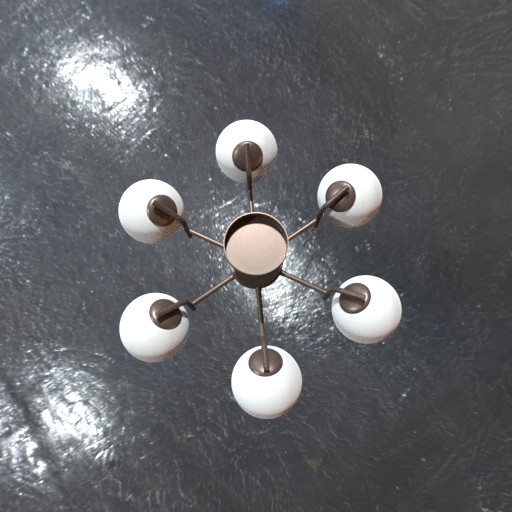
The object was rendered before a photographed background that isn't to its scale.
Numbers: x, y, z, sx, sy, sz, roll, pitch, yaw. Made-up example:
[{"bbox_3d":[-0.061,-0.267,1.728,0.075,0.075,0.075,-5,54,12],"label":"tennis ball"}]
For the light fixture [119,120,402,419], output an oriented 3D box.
[{"bbox_3d":[0.000,0.000,0.945,0.662,0.201,0.662,0,76,0],"label":"light fixture"}]
